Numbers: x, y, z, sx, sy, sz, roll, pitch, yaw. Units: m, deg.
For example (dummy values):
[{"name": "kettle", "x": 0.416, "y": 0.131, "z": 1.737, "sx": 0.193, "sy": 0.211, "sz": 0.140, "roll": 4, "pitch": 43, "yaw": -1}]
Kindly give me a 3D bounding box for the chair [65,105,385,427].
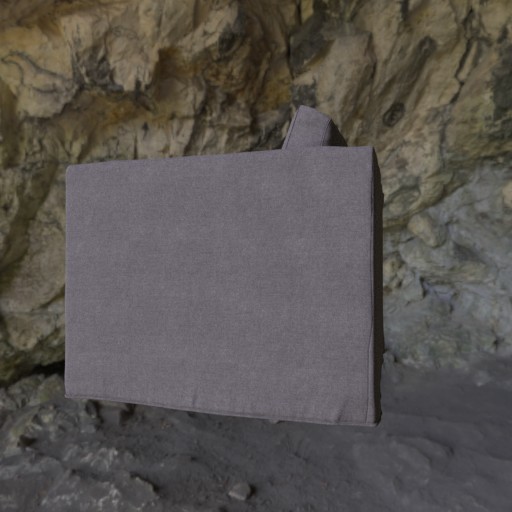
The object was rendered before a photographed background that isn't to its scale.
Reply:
[{"name": "chair", "x": 0.000, "y": 0.000, "z": 1.704, "sx": 0.949, "sy": 0.863, "sz": 1.057, "roll": 0, "pitch": 0, "yaw": 17}]
